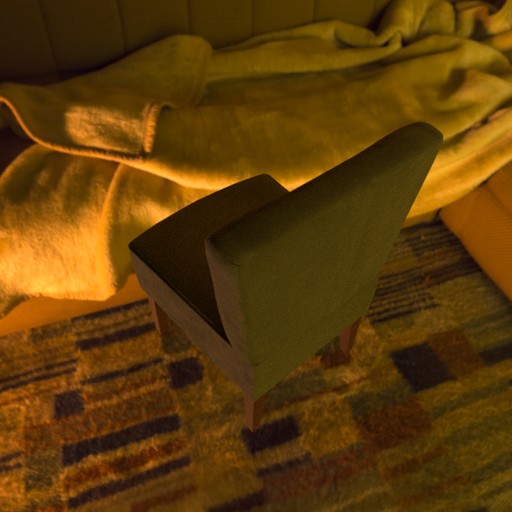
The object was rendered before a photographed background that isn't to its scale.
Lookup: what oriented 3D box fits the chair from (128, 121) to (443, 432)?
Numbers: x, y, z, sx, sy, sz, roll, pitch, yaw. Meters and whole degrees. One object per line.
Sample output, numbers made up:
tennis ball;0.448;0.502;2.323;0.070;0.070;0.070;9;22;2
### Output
chair;0.000;0.000;1.166;0.521;0.806;0.554;-32;55;-25
